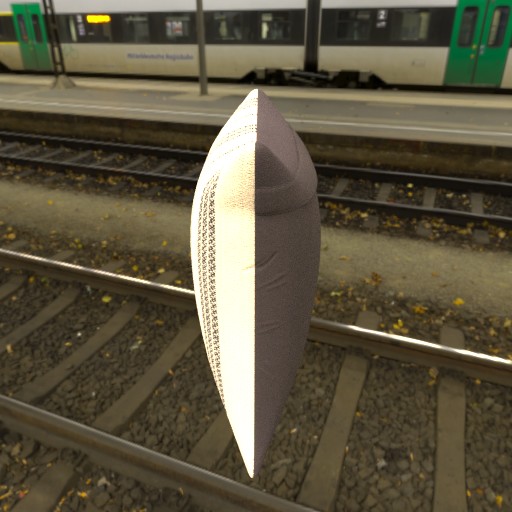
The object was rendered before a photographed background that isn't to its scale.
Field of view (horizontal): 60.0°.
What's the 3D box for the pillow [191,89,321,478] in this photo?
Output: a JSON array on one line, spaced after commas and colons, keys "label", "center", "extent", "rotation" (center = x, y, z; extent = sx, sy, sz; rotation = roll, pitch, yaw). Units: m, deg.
[{"label": "pillow", "center": [0.000, 0.000, 0.630], "extent": [0.173, 0.406, 0.405], "rotation": [0, 27, 0]}]
